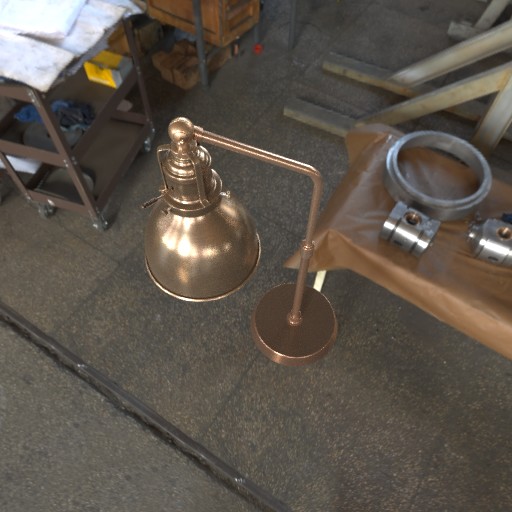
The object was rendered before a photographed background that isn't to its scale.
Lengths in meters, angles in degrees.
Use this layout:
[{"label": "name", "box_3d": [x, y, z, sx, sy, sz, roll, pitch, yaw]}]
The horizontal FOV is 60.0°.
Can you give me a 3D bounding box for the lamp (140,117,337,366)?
[{"label": "lamp", "box_3d": [0.000, 0.000, 0.586, 0.286, 0.456, 0.153, -1, 58, 0]}]
